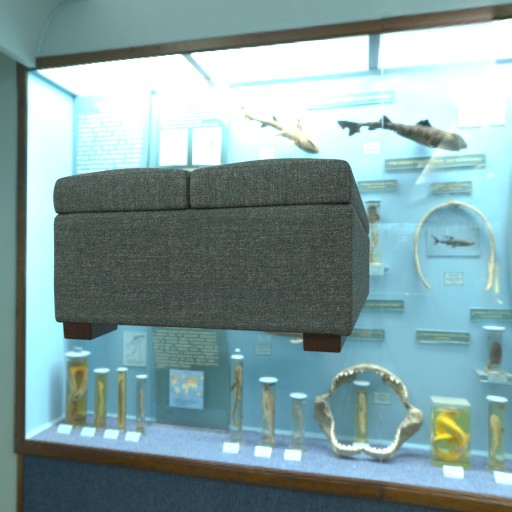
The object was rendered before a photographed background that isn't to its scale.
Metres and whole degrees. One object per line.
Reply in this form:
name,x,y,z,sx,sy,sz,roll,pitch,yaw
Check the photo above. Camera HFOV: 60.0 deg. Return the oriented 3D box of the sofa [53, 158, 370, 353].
sofa,0.000,0.000,1.578,0.782,0.417,1.198,0,-1,16
